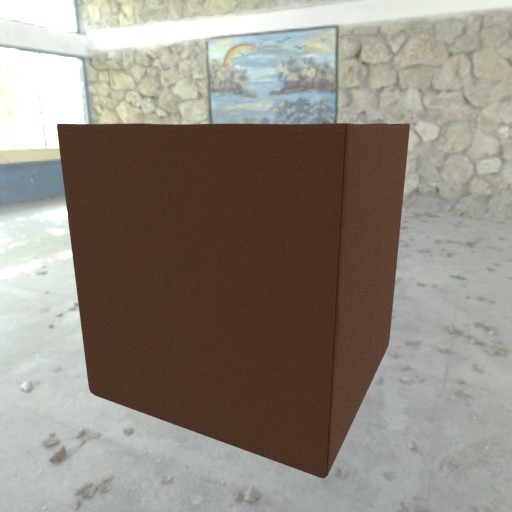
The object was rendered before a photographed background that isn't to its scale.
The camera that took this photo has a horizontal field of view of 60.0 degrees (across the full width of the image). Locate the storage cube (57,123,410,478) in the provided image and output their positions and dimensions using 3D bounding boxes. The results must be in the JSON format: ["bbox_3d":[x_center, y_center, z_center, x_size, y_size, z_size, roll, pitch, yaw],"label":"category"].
[{"bbox_3d":[0.000,0.000,0.489,0.270,0.280,0.270,8,18,26],"label":"storage cube"}]
